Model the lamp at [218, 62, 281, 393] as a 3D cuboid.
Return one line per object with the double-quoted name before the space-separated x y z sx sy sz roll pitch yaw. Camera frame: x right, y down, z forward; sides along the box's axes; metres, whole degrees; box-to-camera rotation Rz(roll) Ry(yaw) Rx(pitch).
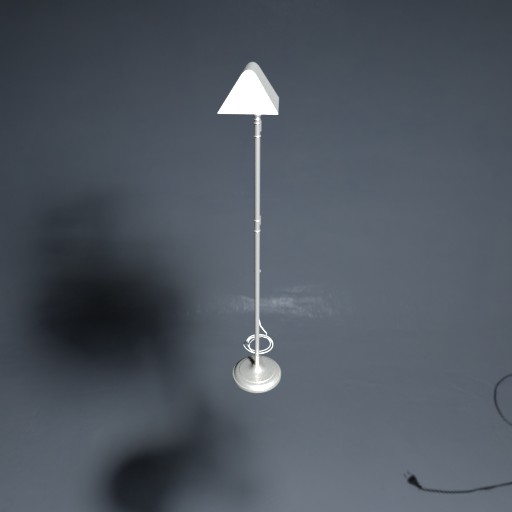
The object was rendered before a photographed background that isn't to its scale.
"lamp" 0.000 0.000 1.884 0.256 1.571 0.813 2 31 3
